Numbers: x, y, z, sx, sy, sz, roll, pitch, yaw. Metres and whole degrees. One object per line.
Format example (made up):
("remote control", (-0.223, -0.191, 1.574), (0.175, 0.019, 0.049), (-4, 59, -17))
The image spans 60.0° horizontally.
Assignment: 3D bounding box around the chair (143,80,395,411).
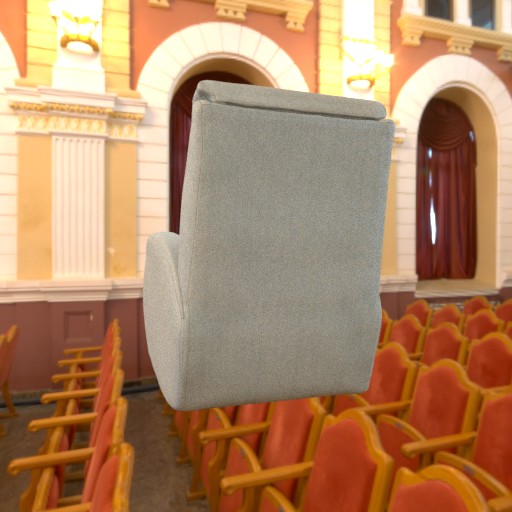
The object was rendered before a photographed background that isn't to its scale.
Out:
("chair", (0.000, 0.000, 1.693), (0.794, 1.016, 0.940), (0, 0, -18))
